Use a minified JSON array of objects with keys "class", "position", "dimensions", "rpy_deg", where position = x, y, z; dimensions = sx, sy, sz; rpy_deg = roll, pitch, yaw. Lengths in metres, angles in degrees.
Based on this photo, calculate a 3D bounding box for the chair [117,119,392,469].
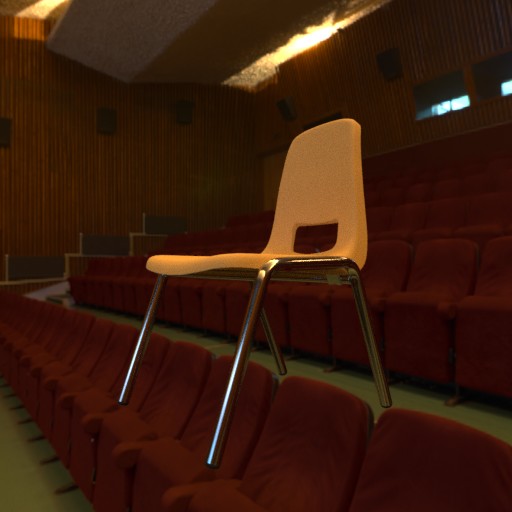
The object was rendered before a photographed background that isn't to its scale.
[{"class":"chair","position":[0.000,0.000,0.861],"dimensions":[0.423,0.586,0.354],"rpy_deg":[1,-1,-37]}]
